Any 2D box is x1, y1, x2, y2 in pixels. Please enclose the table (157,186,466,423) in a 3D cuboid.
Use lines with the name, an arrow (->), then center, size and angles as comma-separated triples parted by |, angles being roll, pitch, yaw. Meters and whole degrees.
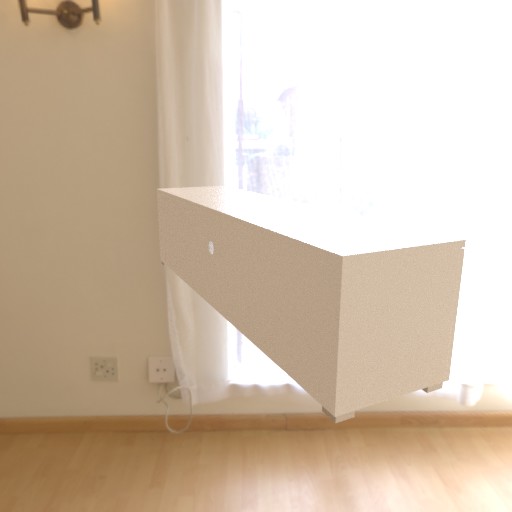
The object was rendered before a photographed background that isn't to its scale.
table -> 0.000, 0.000, 1.820 | 0.390, 0.420, 1.650 | -7, 16, -25
